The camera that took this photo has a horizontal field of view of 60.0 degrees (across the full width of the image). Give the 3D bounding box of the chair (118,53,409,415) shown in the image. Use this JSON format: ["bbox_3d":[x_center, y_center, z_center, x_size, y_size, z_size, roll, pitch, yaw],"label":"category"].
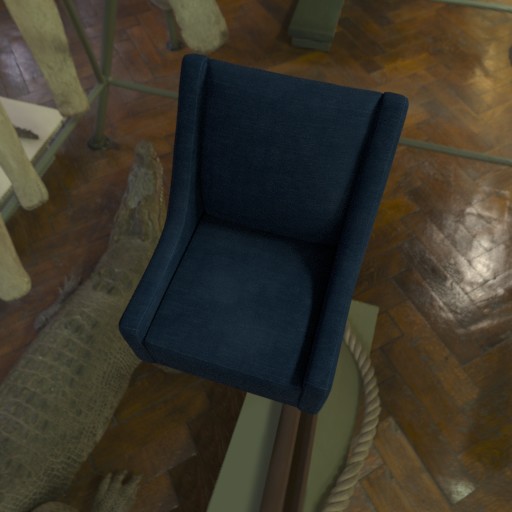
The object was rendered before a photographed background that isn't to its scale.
[{"bbox_3d":[0.000,0.000,1.658,0.774,1.014,0.870,15,60,9],"label":"chair"}]
